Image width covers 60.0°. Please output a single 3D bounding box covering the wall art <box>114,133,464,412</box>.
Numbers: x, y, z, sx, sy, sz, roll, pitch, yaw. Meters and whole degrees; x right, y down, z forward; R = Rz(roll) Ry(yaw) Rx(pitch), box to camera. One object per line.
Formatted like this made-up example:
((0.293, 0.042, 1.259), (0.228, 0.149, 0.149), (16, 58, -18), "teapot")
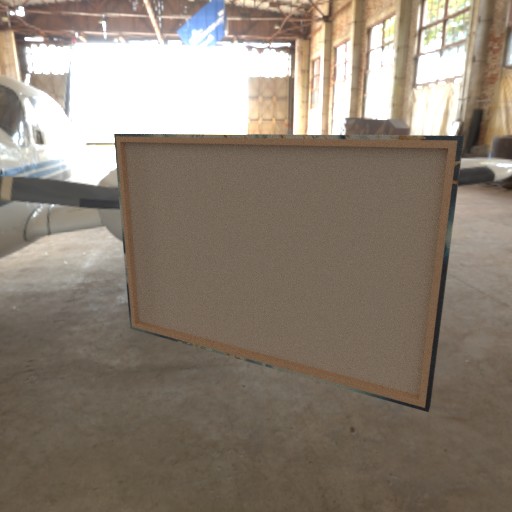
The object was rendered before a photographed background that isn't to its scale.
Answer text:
((0.000, 0.000, 1.433), (1.138, 0.759, 0.035), (9, 18, 28), "wall art")
